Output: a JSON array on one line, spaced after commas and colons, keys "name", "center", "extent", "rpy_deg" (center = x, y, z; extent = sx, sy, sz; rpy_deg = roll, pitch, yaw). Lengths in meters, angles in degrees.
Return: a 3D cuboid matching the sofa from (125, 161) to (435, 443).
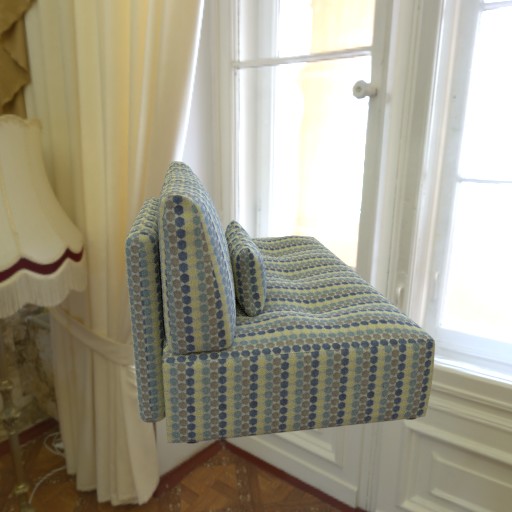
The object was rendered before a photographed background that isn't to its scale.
[{"name": "sofa", "center": [0.000, 0.000, 2.021], "extent": [1.000, 0.820, 1.450], "rpy_deg": [-3, 17, -9]}]
